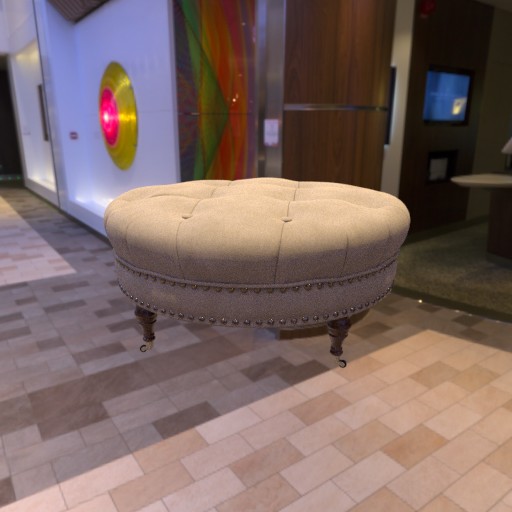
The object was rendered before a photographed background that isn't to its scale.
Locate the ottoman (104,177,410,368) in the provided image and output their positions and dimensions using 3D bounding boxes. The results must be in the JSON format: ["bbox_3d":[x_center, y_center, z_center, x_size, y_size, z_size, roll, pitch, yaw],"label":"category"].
[{"bbox_3d":[0.000,0.000,1.406,0.901,0.439,0.901,0,17,0],"label":"ottoman"}]
